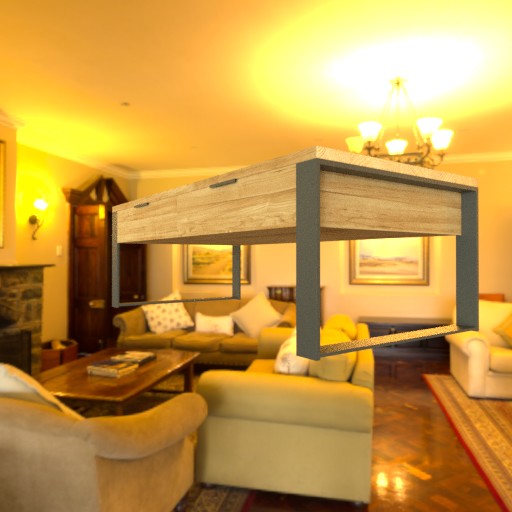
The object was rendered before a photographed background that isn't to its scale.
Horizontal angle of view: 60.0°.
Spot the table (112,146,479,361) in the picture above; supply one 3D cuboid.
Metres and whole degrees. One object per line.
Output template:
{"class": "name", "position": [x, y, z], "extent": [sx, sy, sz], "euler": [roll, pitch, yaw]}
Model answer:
{"class": "table", "position": [0.000, 0.000, 1.467], "extent": [0.590, 0.400, 1.180], "euler": [0, -1, -36]}
